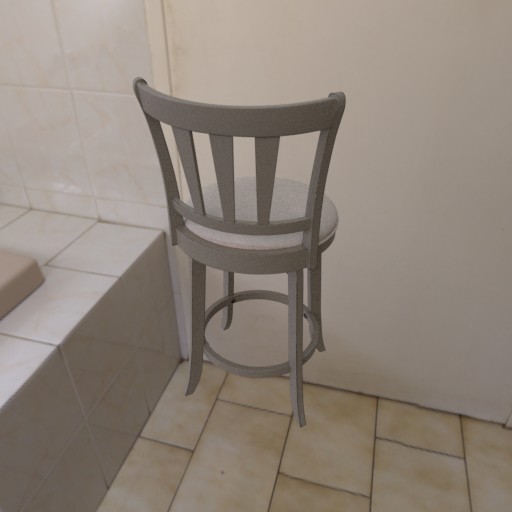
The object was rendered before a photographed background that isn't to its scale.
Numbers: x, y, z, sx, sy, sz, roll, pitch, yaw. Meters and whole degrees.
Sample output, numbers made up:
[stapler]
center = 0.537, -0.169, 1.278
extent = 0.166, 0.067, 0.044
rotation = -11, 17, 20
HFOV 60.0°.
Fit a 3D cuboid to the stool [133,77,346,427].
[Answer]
[stool]
center = 0.000, 0.000, 1.267
extent = 0.450, 0.994, 0.486
rotation = 10, 34, 15
